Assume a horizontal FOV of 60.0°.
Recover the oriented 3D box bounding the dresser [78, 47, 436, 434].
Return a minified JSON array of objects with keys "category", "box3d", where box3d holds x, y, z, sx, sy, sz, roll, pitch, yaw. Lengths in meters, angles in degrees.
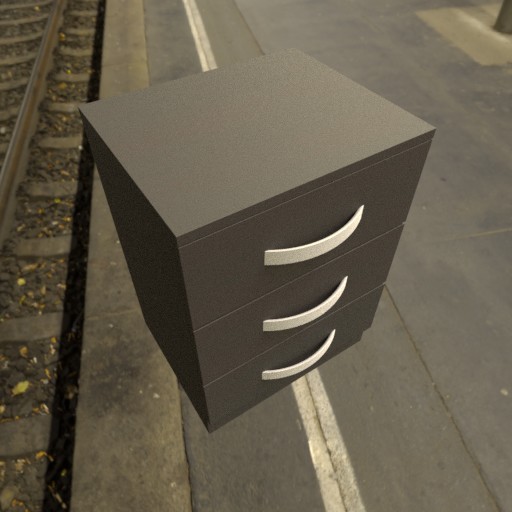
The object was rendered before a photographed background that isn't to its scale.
[{"category":"dresser","box3d":[0.000,0.000,0.834,0.400,0.560,0.360,-25,52,-22]}]
